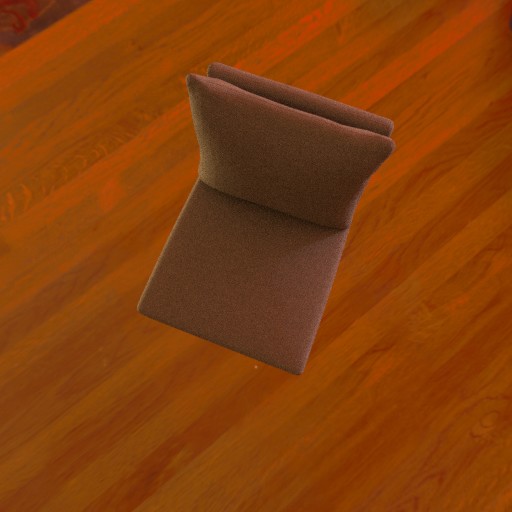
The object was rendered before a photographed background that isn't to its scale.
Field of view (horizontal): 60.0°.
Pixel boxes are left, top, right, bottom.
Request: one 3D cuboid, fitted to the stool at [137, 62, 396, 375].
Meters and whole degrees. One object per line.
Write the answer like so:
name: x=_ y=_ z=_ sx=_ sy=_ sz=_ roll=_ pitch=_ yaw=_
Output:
stool: x=0.000 y=0.000 z=1.328 sx=0.463 sy=1.031 sz=0.569 roll=20 pitch=77 yaw=5
